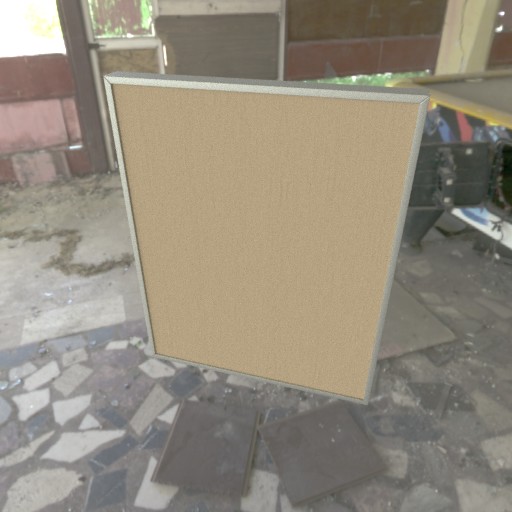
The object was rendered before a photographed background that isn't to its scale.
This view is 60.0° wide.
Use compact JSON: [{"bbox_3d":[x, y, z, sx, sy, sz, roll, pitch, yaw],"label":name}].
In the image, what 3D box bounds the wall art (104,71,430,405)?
[{"bbox_3d":[0.000,0.000,0.744,0.445,0.553,0.039,9,33,14],"label":"wall art"}]
